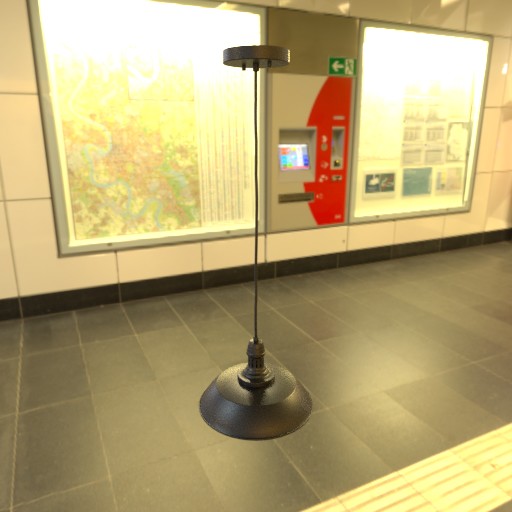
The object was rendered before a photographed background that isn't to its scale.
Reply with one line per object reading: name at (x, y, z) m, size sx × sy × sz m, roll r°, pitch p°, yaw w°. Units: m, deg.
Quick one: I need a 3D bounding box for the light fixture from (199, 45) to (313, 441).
light fixture at (0.000, 0.000, 1.170) m, size 0.331 × 0.993 × 0.331 m, roll 15°, pitch 22°, yaw 43°
